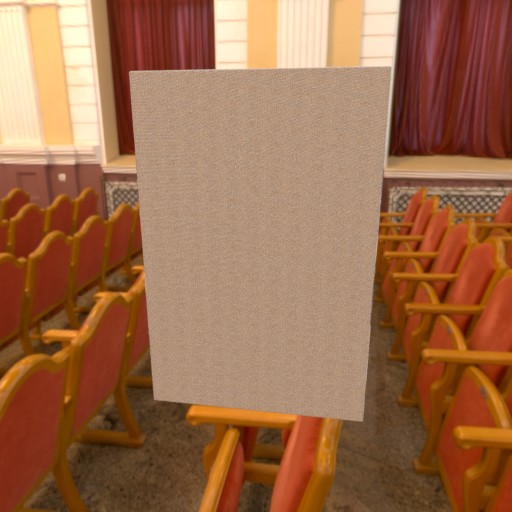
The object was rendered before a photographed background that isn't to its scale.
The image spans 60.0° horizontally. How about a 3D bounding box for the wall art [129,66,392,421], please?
[{"bbox_3d":[0.000,0.000,1.170,0.609,0.911,0.061,3,17,9],"label":"wall art"}]
